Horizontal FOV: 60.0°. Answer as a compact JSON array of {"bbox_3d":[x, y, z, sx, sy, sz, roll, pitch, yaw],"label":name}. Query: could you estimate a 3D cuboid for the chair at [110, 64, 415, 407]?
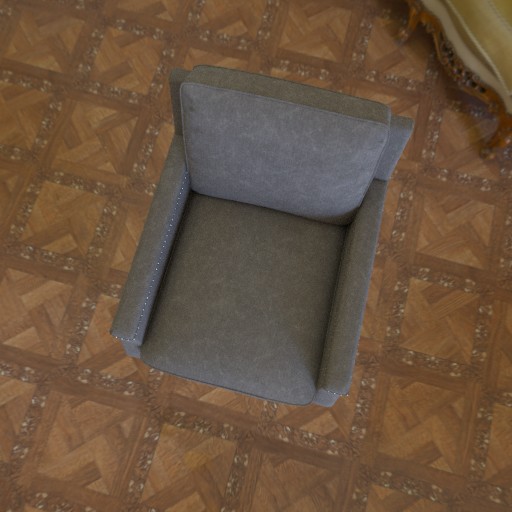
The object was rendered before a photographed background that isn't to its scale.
[{"bbox_3d":[0.000,0.000,1.691,0.853,0.948,1.014,14,76,3],"label":"chair"}]
